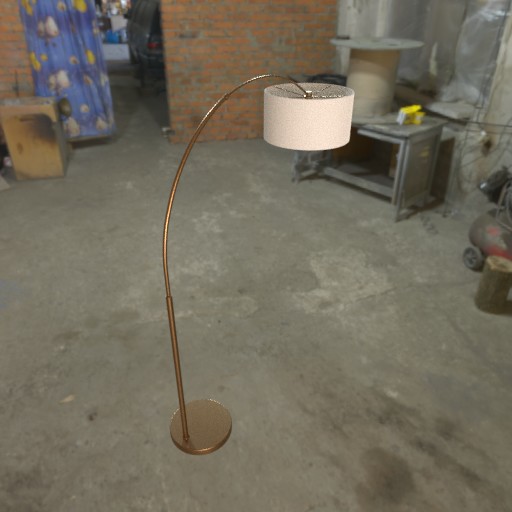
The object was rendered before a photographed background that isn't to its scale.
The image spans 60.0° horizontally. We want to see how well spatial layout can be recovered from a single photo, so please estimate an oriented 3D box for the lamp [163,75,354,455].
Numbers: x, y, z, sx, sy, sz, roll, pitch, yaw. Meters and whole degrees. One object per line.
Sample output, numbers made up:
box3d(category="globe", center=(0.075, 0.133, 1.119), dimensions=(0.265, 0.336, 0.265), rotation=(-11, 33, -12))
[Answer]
box3d(category="lamp", center=(0.000, 0.000, 2.552), dimensions=(0.493, 1.927, 1.434), rotation=(22, 37, 32))
